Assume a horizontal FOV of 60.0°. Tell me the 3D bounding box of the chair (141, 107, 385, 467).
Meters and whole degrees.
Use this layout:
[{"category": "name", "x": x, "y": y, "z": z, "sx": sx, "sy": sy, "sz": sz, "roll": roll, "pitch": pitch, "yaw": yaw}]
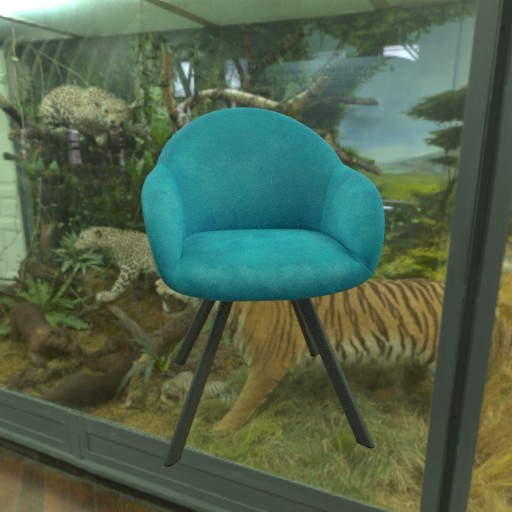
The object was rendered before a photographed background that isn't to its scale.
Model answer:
[{"category": "chair", "x": 0.000, "y": 0.000, "z": 1.192, "sx": 0.550, "sy": 0.795, "sz": 0.590, "roll": -2, "pitch": 15, "yaw": -7}]
